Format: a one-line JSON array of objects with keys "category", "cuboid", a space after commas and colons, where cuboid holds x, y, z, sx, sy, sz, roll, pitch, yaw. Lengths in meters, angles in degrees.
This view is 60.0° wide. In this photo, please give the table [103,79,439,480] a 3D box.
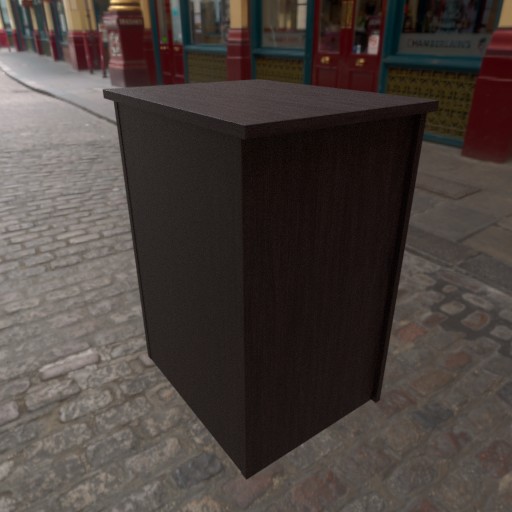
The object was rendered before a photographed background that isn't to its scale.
[{"category": "table", "cuboid": [0.000, 0.000, 0.920, 0.381, 0.635, 0.480, -18, 31, -32]}]
